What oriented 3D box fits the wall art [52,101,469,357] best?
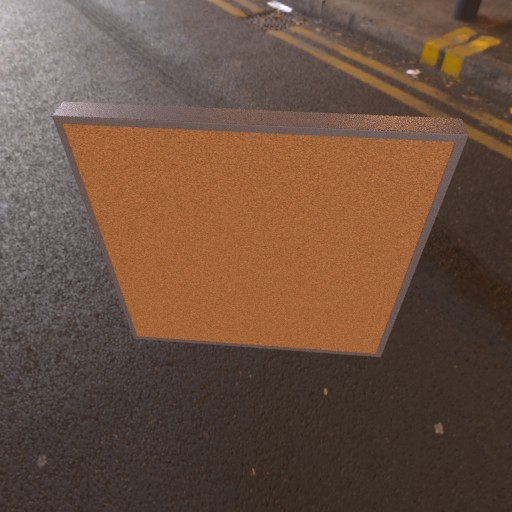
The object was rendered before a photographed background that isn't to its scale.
[{"bbox_3d":[0.000,0.000,0.506,0.349,0.349,0.028,4,47,3],"label":"wall art"}]
